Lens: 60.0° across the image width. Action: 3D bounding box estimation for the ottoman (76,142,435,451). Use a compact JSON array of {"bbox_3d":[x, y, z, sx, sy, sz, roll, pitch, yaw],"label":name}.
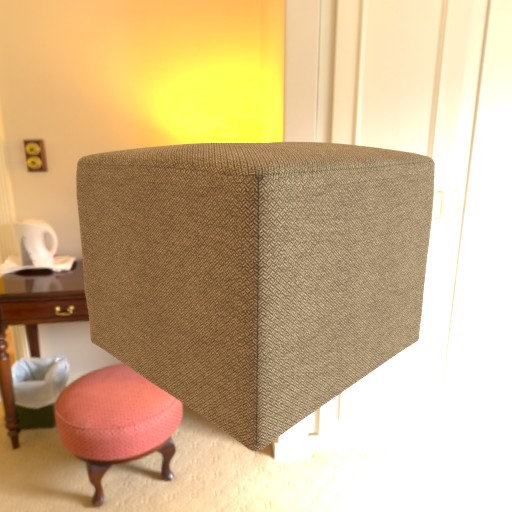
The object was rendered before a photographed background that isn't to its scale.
[{"bbox_3d":[0.000,0.000,0.909,0.512,0.453,0.519,14,20,43],"label":"ottoman"}]
